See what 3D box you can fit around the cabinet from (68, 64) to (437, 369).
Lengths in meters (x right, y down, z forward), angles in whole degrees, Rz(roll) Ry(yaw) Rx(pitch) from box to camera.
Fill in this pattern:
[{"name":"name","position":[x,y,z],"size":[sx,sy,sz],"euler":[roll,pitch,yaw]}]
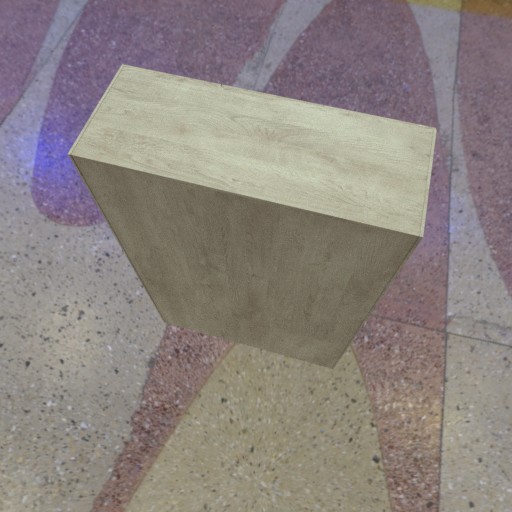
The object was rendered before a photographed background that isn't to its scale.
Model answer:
[{"name":"cabinet","position":[0.000,0.000,2.505],"size":[1.290,1.910,0.510],"euler":[14,64,7]}]
